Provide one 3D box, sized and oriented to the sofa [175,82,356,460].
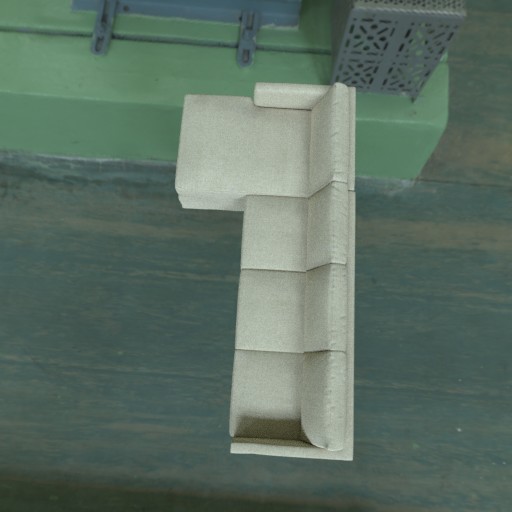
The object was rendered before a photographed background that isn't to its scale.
[{"bbox_3d":[0.000,0.000,3.951,1.650,0.922,3.205,3,77,1],"label":"sofa"}]
